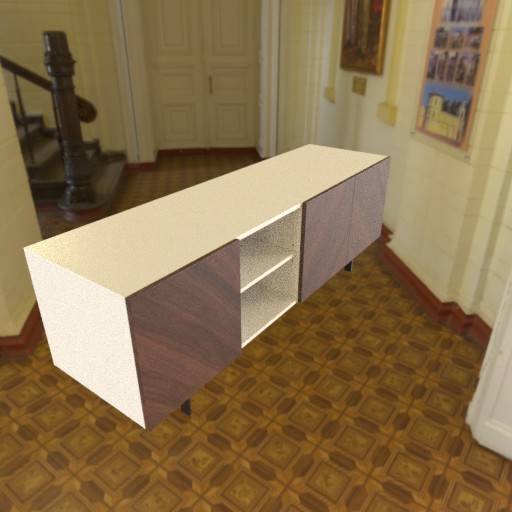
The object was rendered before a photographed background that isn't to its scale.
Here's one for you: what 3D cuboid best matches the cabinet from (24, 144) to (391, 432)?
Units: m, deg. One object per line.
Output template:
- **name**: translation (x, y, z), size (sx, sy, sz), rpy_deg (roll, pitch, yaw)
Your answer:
- **cabinet**: translation (0.000, 0.000, 1.721), size (0.431, 0.533, 1.499), rpy_deg (18, 32, 32)
